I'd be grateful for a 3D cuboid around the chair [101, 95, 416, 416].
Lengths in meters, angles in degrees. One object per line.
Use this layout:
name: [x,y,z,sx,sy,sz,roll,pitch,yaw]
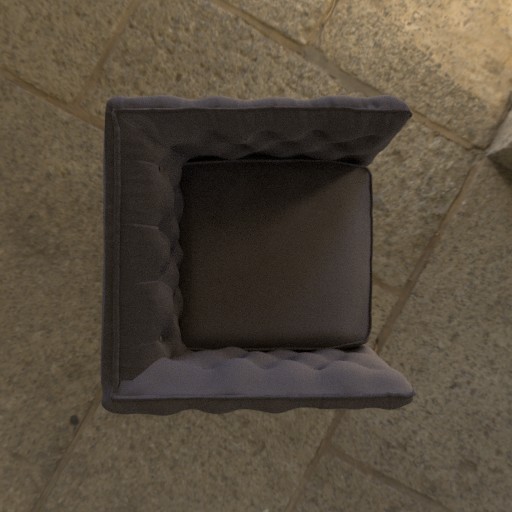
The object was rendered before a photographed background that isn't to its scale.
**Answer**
chair: [0.000,0.000,1.630,0.913,0.807,0.946,0,89,-2]
